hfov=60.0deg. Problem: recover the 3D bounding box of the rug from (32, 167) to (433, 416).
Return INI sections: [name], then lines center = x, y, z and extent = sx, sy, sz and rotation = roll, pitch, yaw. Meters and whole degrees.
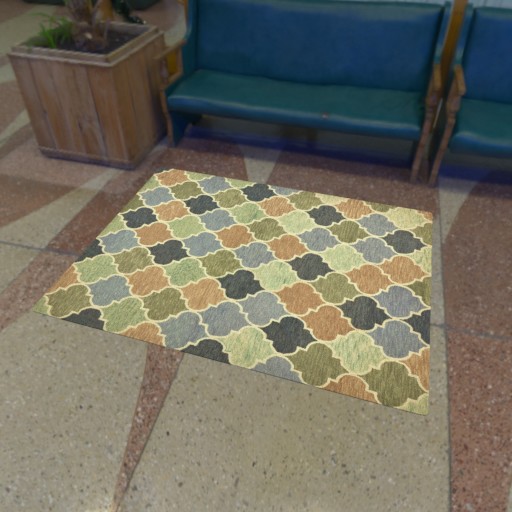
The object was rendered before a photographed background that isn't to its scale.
[rug]
center = 0.000, 0.000, 4.229
extent = 3.200, 0.013, 2.439
rotation = 12, 43, 13
